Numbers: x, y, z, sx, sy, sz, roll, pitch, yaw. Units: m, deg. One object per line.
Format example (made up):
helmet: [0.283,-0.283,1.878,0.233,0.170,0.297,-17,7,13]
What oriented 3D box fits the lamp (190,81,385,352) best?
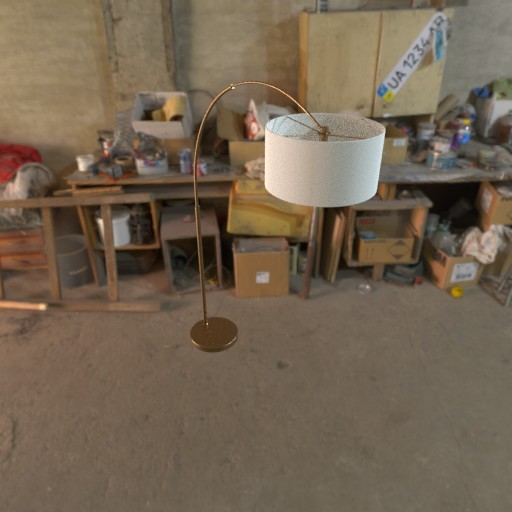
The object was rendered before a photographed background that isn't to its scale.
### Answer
lamp: [0.000,0.000,2.592,0.493,1.927,1.434,-21,36,-32]
